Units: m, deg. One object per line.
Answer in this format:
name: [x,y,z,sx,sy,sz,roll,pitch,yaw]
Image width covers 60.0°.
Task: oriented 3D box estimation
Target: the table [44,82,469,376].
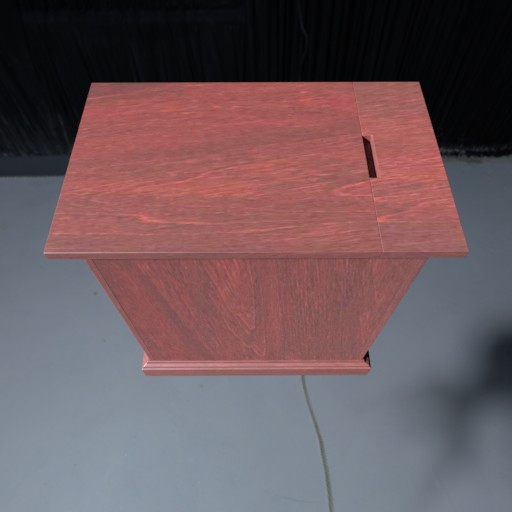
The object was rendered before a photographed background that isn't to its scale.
table: [0.000,0.000,0.961,0.584,0.612,0.356,0,59,0]
